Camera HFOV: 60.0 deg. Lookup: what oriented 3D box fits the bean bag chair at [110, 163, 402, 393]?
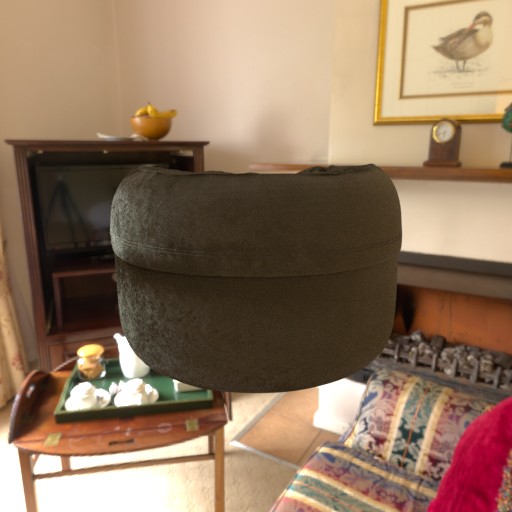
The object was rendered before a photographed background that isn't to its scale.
[{"bbox_3d":[0.000,0.000,1.482,0.918,0.605,0.918,0,13,0],"label":"bean bag chair"}]
